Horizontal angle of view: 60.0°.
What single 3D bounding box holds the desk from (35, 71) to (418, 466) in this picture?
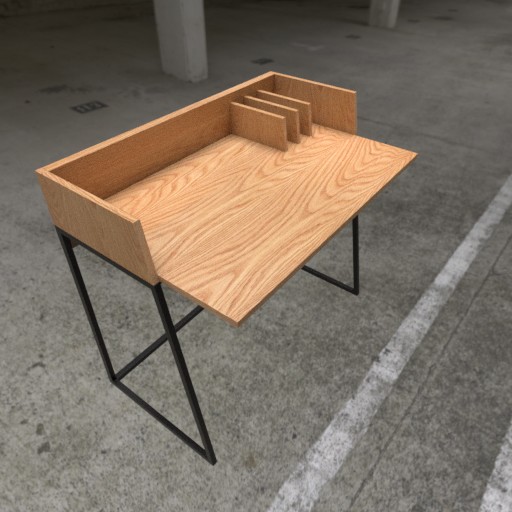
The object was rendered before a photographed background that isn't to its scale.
[{"bbox_3d":[0.000,0.000,1.845,0.769,1.061,1.191,26,46,28],"label":"desk"}]
